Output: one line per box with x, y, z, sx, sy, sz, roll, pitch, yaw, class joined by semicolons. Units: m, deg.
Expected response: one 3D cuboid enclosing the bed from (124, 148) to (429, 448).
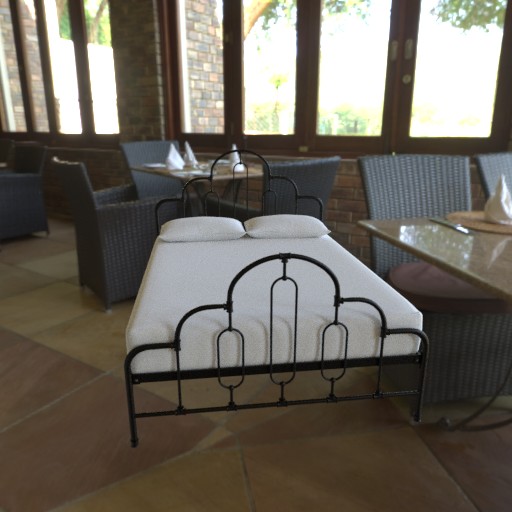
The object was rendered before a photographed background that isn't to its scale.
0.000;0.000;3.273;1.626;1.444;2.181;-2;16;-7;bed
